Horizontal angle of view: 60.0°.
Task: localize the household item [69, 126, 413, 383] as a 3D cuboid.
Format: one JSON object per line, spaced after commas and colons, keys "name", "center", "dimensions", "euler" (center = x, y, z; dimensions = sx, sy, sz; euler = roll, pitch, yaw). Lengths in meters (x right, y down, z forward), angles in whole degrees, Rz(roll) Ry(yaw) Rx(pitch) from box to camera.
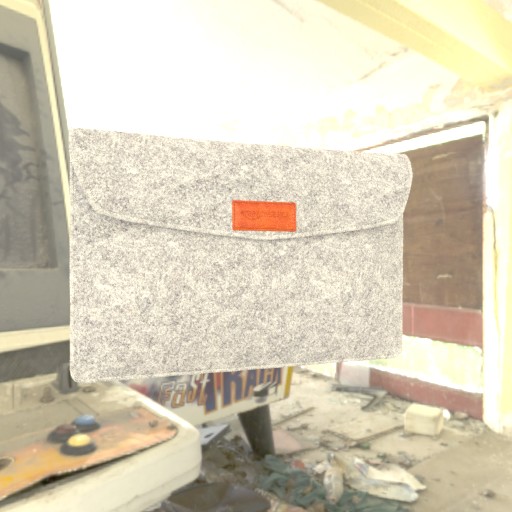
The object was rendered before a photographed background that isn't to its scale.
{"name": "household item", "center": [0.000, 0.000, 0.431], "dimensions": [0.335, 0.221, 0.057], "euler": [0, 0, -18]}
